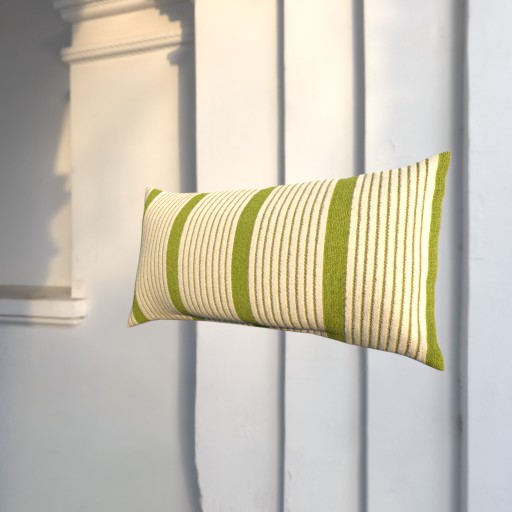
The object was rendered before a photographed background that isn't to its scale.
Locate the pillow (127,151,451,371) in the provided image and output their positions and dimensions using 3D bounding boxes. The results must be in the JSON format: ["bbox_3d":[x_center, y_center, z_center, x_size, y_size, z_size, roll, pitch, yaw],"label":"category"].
[{"bbox_3d":[0.000,0.000,0.748,0.608,0.292,0.156,0,0,35],"label":"pillow"}]
